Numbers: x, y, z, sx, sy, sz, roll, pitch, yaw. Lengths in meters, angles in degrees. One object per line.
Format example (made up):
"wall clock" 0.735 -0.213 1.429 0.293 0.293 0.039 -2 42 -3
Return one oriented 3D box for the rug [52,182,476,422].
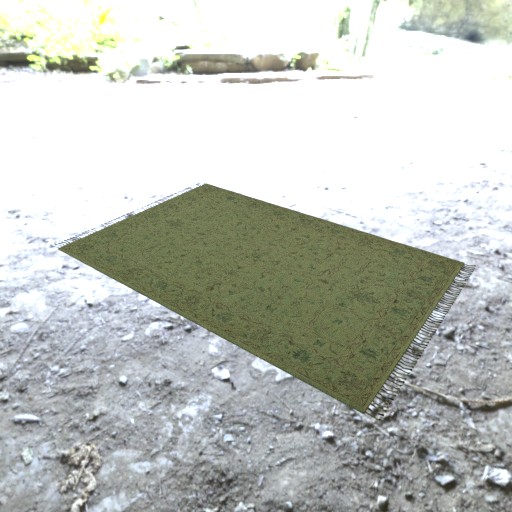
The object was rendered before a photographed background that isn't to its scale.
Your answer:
"rug" 0.000 0.000 2.979 2.435 0.010 1.544 21 37 31
